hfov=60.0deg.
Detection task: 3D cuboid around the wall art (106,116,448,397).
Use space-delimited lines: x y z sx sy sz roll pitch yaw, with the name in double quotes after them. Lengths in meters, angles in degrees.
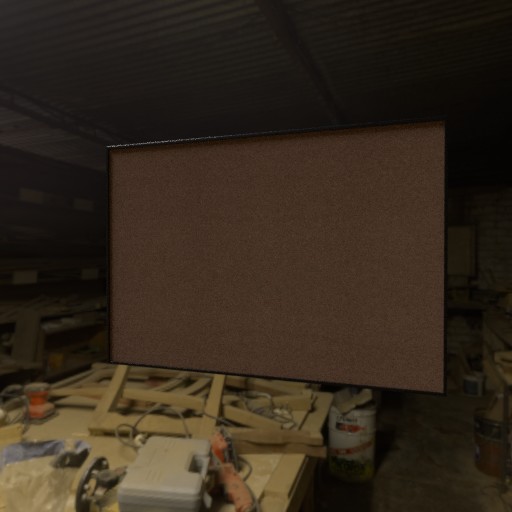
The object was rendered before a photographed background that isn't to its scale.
0.000 0.000 1.205 0.957 0.660 0.019 0 1 19 "wall art"
